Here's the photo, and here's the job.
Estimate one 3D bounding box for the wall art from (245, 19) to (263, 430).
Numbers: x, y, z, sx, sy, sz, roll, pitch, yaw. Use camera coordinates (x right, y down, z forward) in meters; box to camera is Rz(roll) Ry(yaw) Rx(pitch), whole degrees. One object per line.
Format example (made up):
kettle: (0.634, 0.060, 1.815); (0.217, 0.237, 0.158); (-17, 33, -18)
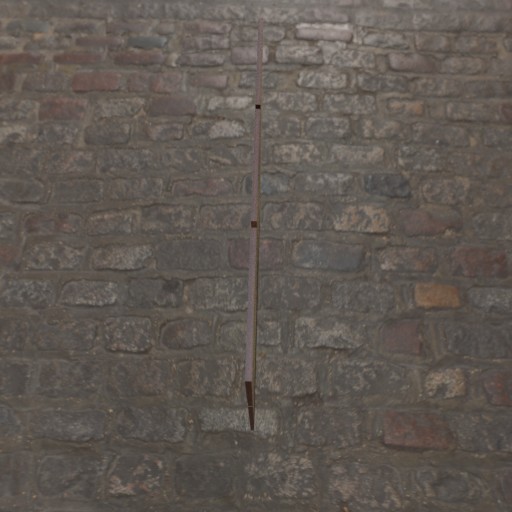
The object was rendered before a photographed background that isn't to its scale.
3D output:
wall art: (0.000, 0.000, 1.849); (0.017, 1.246, 1.256); (1, 64, 1)
